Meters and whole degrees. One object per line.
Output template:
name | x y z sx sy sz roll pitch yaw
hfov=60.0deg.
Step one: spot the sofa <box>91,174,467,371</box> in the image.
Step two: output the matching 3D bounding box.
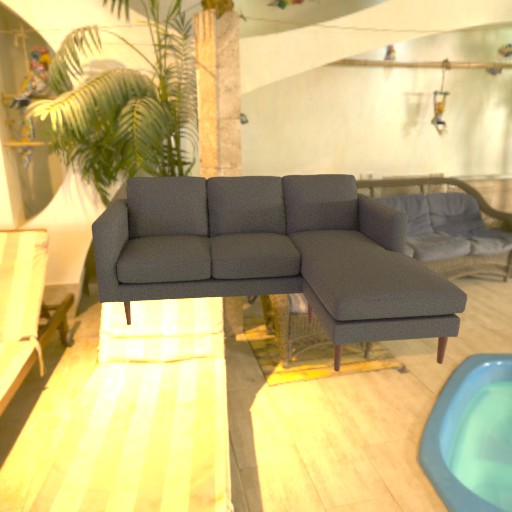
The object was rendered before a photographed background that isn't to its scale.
sofa | 0.000 0.000 2.920 2.031 0.897 1.591 -2 18 -7
